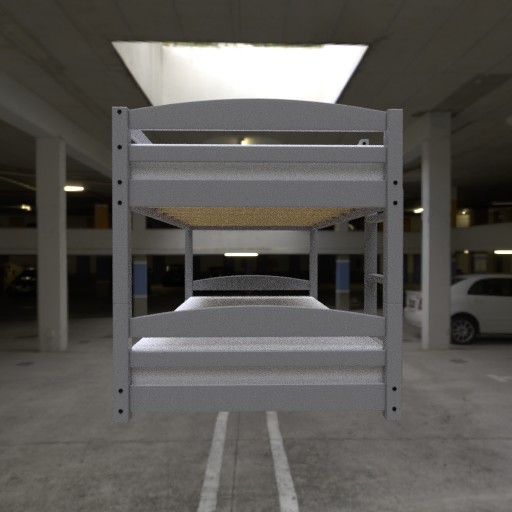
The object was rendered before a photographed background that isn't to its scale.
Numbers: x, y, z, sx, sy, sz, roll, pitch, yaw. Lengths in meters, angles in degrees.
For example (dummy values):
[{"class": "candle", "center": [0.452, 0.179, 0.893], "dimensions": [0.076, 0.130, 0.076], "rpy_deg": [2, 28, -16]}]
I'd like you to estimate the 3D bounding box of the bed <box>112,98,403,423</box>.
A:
[{"class": "bed", "center": [0.000, 0.000, 2.645], "dimensions": [1.105, 1.206, 2.013], "rpy_deg": [0, 1, -1]}]
